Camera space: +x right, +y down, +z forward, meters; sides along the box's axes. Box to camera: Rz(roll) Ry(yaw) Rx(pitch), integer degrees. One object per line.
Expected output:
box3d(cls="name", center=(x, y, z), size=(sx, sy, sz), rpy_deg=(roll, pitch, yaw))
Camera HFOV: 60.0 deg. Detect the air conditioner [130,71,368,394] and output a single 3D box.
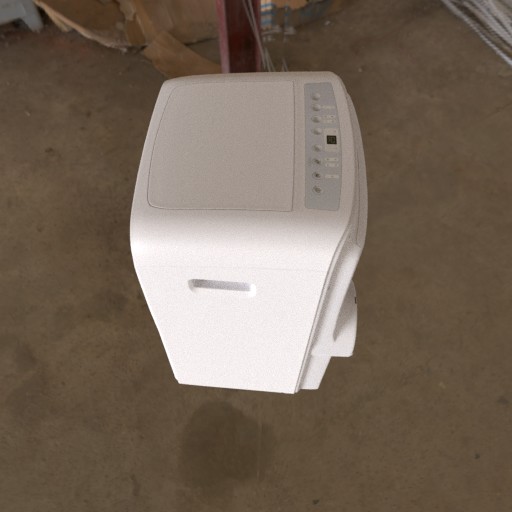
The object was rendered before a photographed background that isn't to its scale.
box3d(cls="air conditioner", center=(0.000, 0.000, 1.070), size=(0.467, 0.765, 0.478), rpy_deg=(2, 59, 1))
